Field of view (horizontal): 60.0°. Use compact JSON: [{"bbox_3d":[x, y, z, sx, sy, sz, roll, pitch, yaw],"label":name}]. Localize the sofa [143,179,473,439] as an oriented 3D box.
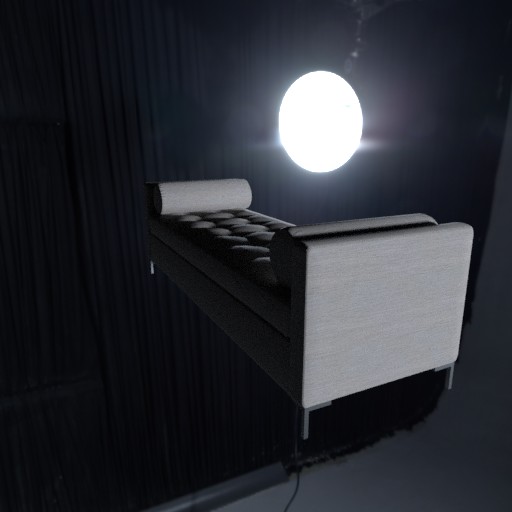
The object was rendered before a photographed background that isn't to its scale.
[{"bbox_3d":[0.000,0.000,2.290,0.686,0.635,1.981,-7,17,-26],"label":"sofa"}]
